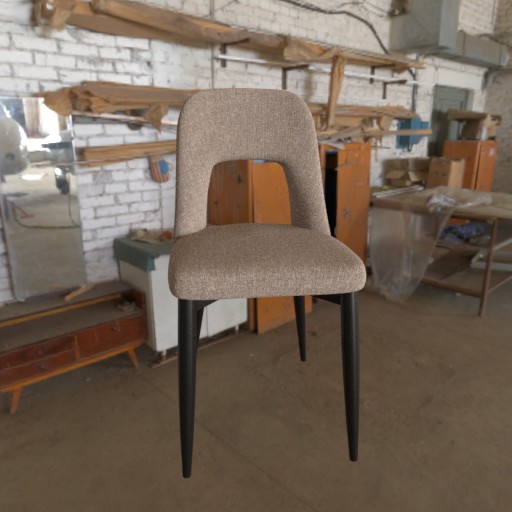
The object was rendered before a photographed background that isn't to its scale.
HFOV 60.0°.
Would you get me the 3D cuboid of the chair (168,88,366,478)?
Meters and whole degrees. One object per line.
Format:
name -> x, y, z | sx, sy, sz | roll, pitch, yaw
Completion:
chair -> 0.000, 0.000, 1.246 | 0.470, 0.931, 0.612 | -2, 16, -7
